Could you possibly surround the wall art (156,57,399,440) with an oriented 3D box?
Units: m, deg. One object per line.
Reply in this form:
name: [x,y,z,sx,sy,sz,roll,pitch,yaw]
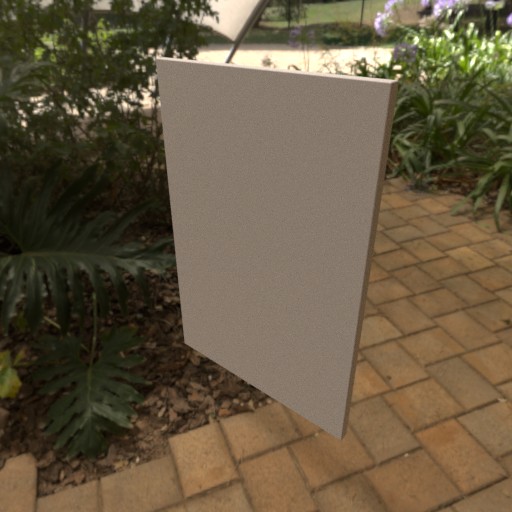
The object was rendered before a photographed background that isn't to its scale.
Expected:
wall art: [0.000,0.000,1.032,0.556,0.813,0.026,22,36,34]
